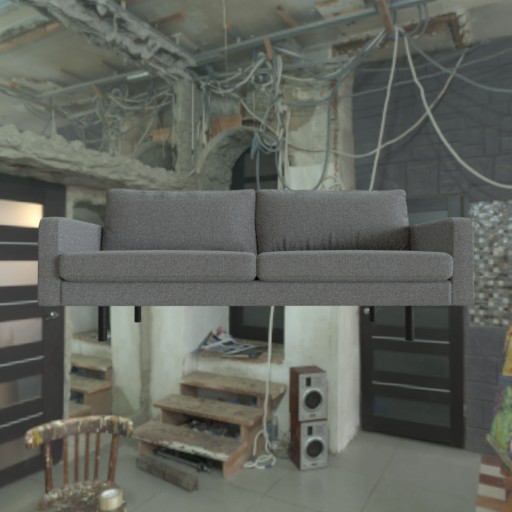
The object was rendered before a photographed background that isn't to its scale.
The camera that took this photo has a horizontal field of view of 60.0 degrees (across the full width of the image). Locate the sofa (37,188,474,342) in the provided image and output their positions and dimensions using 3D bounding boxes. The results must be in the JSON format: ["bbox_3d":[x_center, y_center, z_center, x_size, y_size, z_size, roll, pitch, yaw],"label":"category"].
[{"bbox_3d":[0.000,0.000,2.623,2.200,0.880,0.880,0,-1,0],"label":"sofa"}]
